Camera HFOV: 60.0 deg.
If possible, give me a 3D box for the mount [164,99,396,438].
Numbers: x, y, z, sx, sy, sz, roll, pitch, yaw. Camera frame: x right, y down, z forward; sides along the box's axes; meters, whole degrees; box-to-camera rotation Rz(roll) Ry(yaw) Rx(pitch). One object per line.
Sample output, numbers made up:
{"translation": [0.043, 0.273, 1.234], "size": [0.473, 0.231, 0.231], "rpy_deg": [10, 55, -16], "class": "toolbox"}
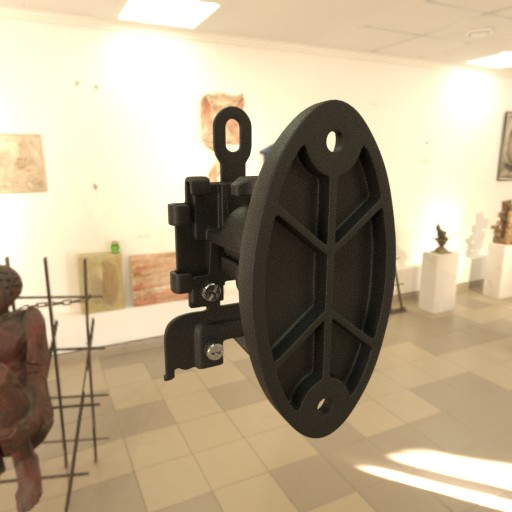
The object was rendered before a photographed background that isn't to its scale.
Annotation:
{"translation": [0.000, 0.000, 0.177], "size": [0.066, 0.118, 0.100], "rpy_deg": [-6, 14, -26], "class": "mount"}
